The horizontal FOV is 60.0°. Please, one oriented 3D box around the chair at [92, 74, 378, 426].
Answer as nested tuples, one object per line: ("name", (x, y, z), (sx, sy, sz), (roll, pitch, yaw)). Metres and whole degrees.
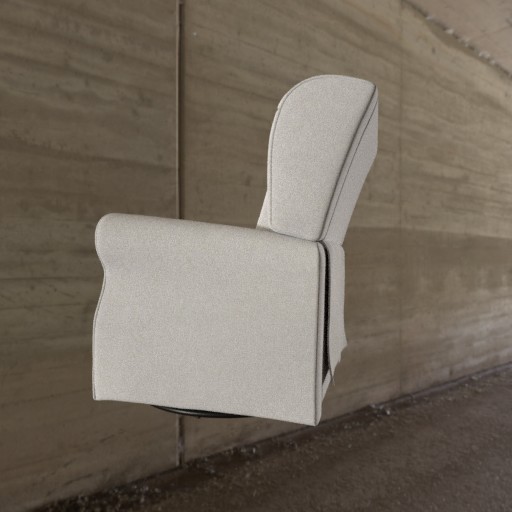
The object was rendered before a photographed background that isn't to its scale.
("chair", (0.000, 0.000, 1.612), (0.854, 0.967, 0.906), (0, 0, 15))
